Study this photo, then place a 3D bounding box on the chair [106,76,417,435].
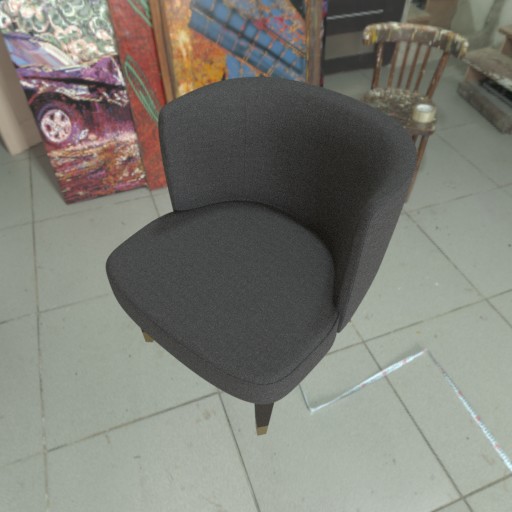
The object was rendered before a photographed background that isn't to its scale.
[{"bbox_3d":[0.000,0.000,1.240,0.639,0.695,0.698,31,54,26],"label":"chair"}]
